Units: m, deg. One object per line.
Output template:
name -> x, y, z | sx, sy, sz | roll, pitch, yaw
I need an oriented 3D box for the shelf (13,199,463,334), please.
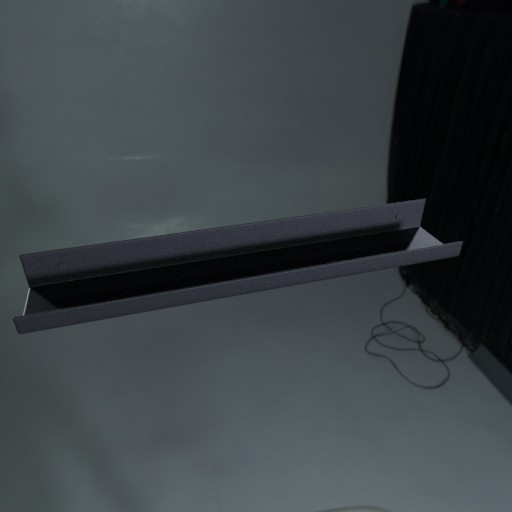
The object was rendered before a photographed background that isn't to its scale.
shelf -> 0.000, 0.000, 0.616 | 0.605, 0.053, 0.102 | -9, 32, -14
